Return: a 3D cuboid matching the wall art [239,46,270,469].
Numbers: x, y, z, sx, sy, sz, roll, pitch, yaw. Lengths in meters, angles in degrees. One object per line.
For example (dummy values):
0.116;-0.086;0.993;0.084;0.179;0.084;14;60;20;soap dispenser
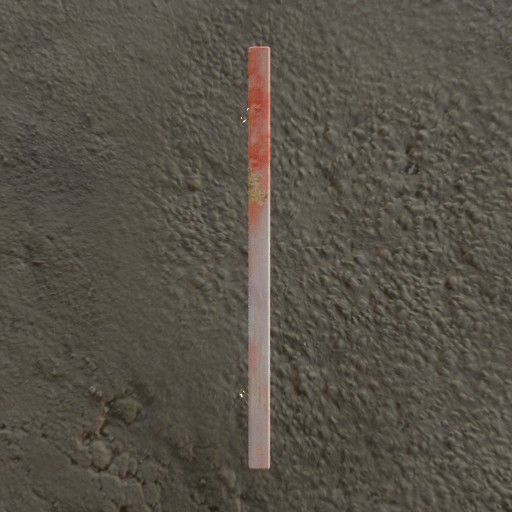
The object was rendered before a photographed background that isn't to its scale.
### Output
0.000;0.000;1.153;0.064;0.746;0.747;0;91;1;wall art
